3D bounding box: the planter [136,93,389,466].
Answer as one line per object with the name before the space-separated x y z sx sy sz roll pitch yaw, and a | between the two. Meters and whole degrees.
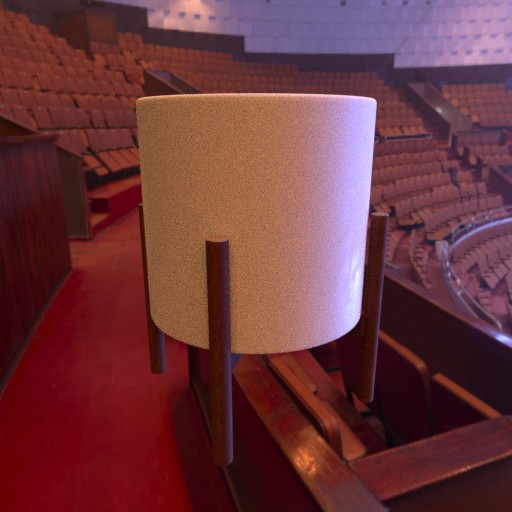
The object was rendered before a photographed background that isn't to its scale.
planter | 0.000 0.000 0.877 0.420 0.581 0.421 -9 19 -27
